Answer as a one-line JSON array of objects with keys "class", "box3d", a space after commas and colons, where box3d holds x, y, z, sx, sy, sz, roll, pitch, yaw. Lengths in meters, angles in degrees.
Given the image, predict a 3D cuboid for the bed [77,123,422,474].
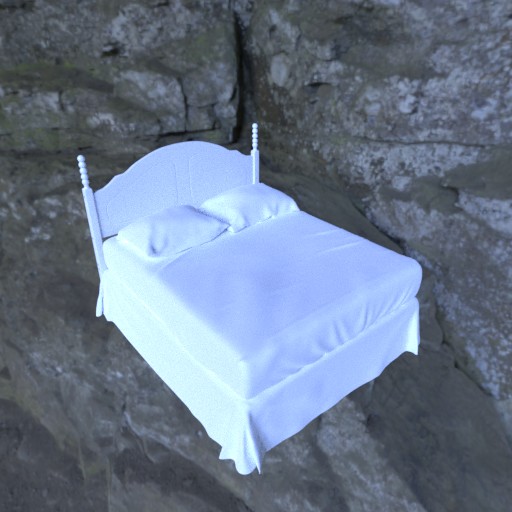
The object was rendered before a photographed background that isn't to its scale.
[{"class": "bed", "box3d": [0.000, 0.000, 3.253, 1.873, 1.356, 2.040, -22, 36, -34]}]
